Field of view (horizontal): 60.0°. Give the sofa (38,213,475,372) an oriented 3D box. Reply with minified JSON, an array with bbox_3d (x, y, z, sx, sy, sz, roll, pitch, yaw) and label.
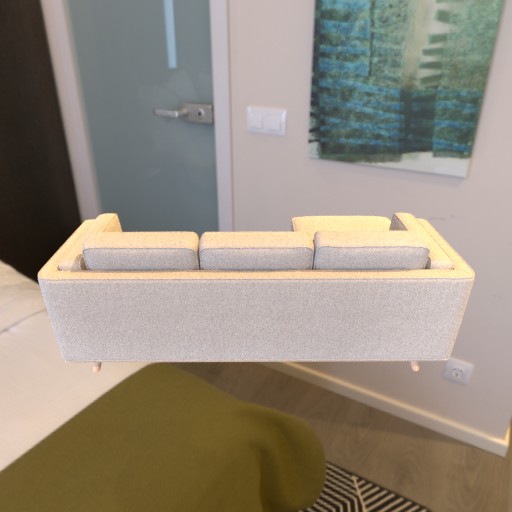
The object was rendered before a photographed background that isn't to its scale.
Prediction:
[{"bbox_3d":[0.000,0.000,3.204,2.411,0.929,1.604,0,26,0],"label":"sofa"}]
